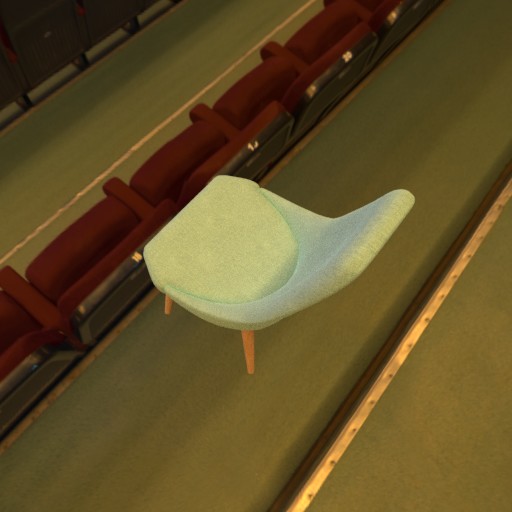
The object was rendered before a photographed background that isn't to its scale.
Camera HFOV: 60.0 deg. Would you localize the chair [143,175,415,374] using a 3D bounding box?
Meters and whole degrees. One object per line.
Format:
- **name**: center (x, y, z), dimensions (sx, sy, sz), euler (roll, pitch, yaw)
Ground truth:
- **chair**: center (0.000, 0.000, 1.392), dimensions (0.660, 1.040, 0.510), euler (36, 69, 16)
